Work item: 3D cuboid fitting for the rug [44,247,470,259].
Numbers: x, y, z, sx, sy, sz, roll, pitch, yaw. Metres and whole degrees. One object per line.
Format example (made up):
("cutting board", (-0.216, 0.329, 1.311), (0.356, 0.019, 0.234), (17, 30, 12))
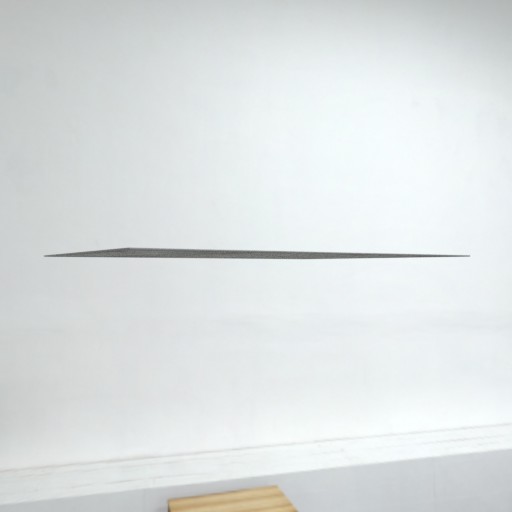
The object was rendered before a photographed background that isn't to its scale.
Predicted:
("rug", (0.000, 0.000, 4.238), (3.307, 0.013, 2.393), (1, -1, -35))
